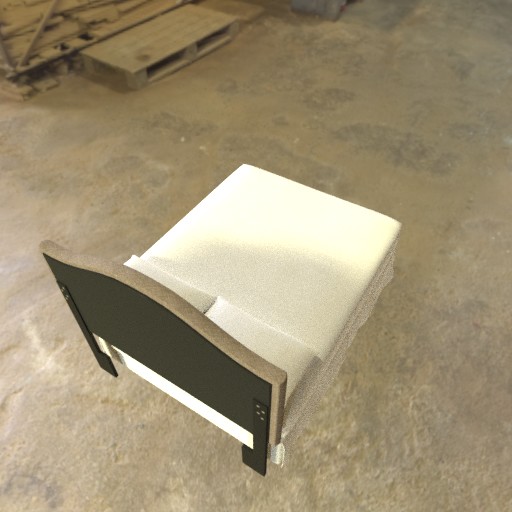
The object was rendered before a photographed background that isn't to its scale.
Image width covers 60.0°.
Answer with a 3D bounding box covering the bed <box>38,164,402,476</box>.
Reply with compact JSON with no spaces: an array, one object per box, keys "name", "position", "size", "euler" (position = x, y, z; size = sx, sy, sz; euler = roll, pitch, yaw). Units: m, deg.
[{"name":"bed","position":[0.000,0.000,3.283],"size":[1.713,1.518,2.153],"euler":[25,52,21]}]
